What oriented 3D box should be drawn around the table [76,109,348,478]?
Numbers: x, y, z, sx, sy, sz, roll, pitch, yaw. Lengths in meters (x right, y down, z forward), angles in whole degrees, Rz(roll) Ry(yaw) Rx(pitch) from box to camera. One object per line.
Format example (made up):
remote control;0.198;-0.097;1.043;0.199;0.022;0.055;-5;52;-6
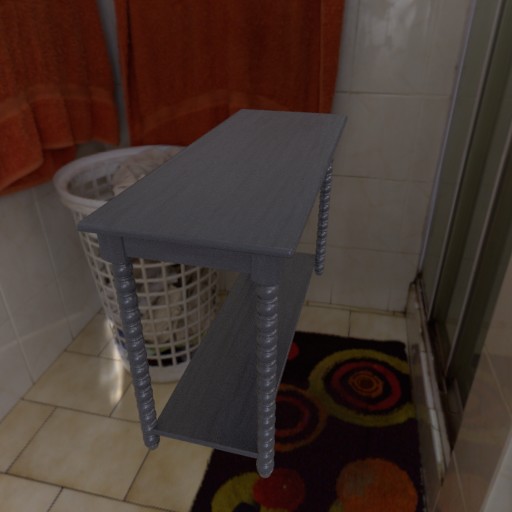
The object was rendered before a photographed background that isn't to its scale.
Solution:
table;0.000;0.000;1.525;0.459;0.735;1.184;7;30;13
